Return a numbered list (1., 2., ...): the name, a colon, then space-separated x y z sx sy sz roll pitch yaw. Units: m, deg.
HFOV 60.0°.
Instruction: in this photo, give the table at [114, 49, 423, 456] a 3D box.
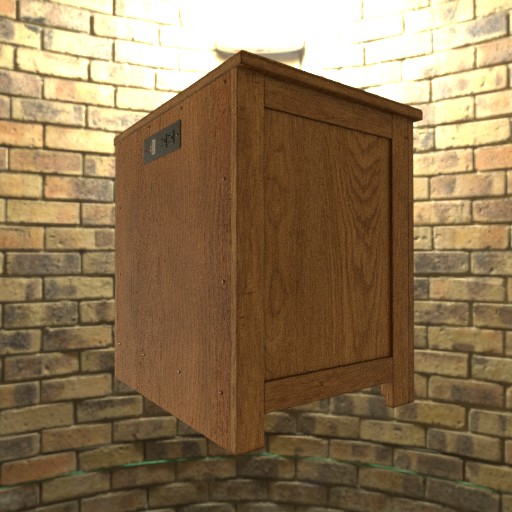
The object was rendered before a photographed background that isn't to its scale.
1. table: 0.000 0.000 1.060 0.494 0.625 0.601 0 -1 -36
